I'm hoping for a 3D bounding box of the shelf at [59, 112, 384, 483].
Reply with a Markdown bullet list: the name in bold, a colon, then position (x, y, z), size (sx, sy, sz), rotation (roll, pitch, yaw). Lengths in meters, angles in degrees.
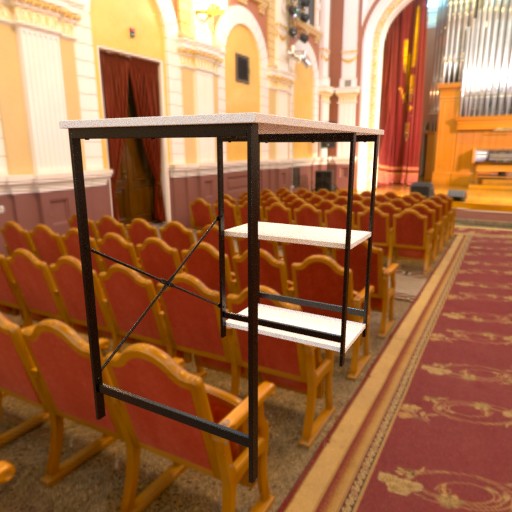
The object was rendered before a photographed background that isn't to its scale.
- **shelf**: position (0.000, 0.000, 1.334), size (0.498, 0.750, 0.902), rotation (8, 16, 28)
